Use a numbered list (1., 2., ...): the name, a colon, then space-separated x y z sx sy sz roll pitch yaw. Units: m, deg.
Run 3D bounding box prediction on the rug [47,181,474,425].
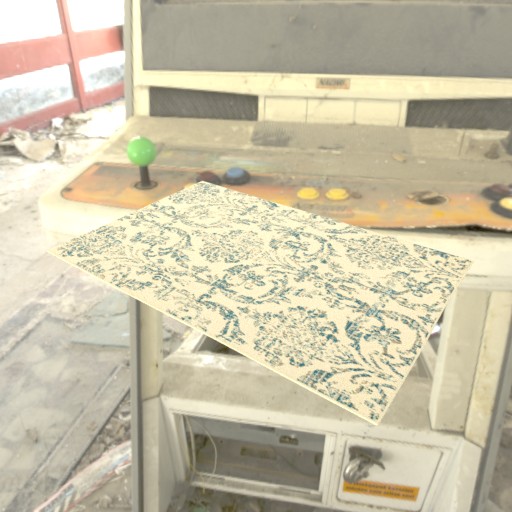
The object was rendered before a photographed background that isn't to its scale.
1. rug: 0.000 0.000 2.272 1.831 0.012 1.213 21 37 30
